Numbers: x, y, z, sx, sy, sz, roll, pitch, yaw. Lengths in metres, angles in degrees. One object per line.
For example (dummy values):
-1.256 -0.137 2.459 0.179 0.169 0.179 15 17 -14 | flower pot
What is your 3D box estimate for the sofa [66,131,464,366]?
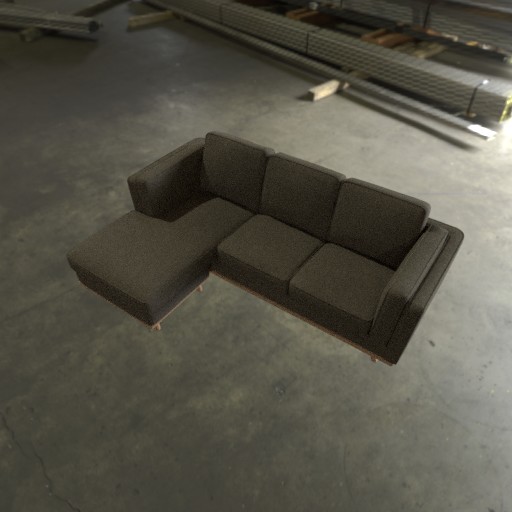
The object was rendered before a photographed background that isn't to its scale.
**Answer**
0.000 0.000 3.220 2.411 0.929 1.604 25 48 25 | sofa
